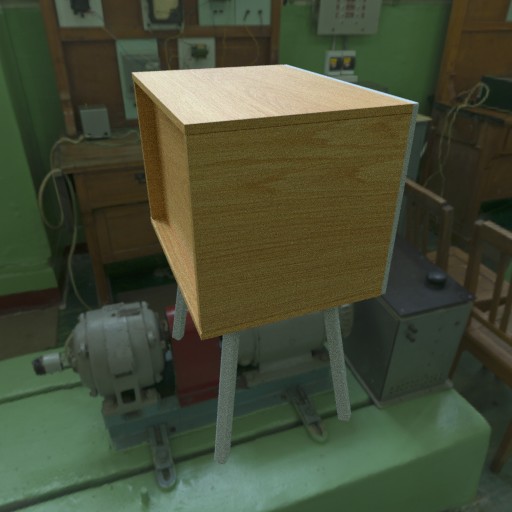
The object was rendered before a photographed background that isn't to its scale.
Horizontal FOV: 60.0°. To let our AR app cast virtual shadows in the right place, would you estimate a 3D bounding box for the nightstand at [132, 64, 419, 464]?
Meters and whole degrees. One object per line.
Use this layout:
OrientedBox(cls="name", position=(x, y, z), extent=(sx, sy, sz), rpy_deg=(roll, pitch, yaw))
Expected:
OrientedBox(cls="nightstand", position=(0.000, 0.000, 0.823), extent=(0.316, 0.601, 0.400), rpy_deg=(-11, 32, -18))
